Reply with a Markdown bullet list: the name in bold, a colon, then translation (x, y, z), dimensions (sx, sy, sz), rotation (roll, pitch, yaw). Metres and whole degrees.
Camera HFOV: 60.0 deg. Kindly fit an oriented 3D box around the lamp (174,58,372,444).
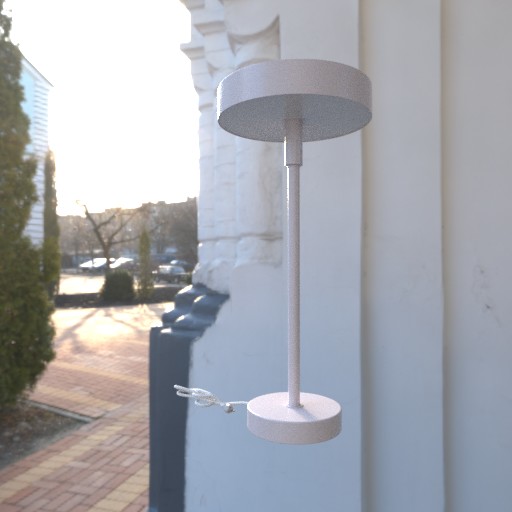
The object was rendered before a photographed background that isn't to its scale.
- **lamp**: translation (0.000, 0.000, 0.707), dimensions (0.369, 0.508, 0.229), rotation (-1, -1, 36)
